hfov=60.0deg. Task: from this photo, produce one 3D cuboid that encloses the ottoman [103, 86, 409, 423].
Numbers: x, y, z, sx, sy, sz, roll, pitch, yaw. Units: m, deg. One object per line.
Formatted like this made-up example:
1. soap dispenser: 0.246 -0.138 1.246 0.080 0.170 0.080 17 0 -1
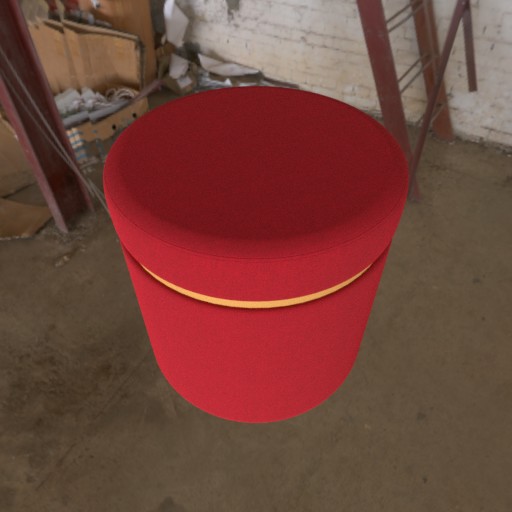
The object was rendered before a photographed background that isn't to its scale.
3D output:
1. ottoman: 0.000 0.000 0.725 0.400 0.406 0.400 0 46 0
